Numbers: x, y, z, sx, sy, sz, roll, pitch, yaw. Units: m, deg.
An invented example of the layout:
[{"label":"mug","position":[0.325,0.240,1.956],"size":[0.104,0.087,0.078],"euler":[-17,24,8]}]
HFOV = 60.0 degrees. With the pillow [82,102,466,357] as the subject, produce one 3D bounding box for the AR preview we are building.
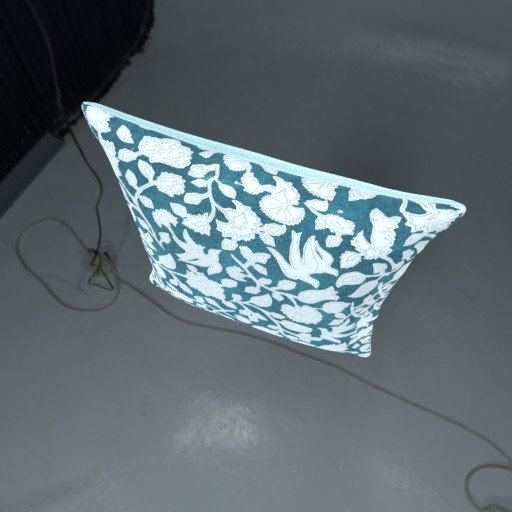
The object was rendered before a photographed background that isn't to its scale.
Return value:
[{"label":"pillow","position":[0.000,0.000,0.781],"size":[0.525,0.508,0.166],"euler":[18,61,11]}]
